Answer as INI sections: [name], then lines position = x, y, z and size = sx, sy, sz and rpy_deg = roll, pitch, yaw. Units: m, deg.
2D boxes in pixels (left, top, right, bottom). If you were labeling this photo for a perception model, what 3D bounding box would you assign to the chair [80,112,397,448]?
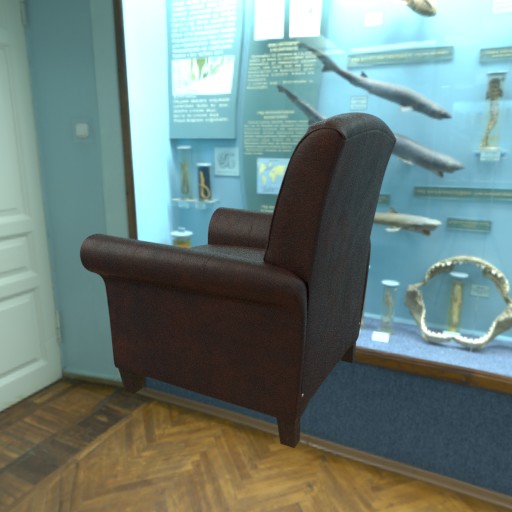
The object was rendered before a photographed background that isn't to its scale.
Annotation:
[chair]
position = 0.000, 0.000, 1.772
size = 0.902, 1.061, 0.978
rpy_deg = 7, 16, 27
